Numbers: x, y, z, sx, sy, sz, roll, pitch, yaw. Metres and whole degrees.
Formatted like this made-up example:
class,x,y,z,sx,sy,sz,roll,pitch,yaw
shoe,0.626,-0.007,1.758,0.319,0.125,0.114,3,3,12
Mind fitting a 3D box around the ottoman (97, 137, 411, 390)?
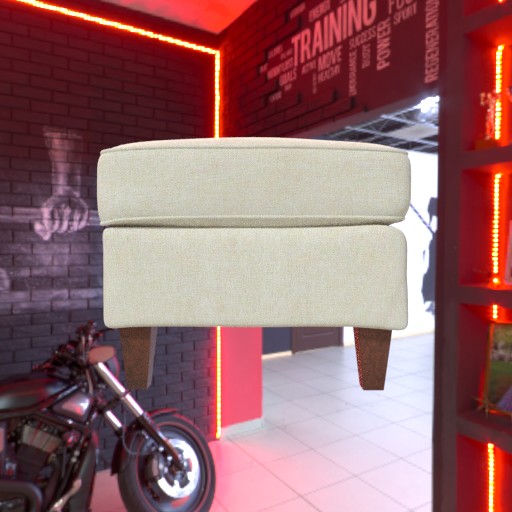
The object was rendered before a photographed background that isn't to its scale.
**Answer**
class,x,y,z,sx,sy,sz,roll,pitch,yaw
ottoman,0.000,0.000,1.211,0.583,0.484,0.862,0,1,0
